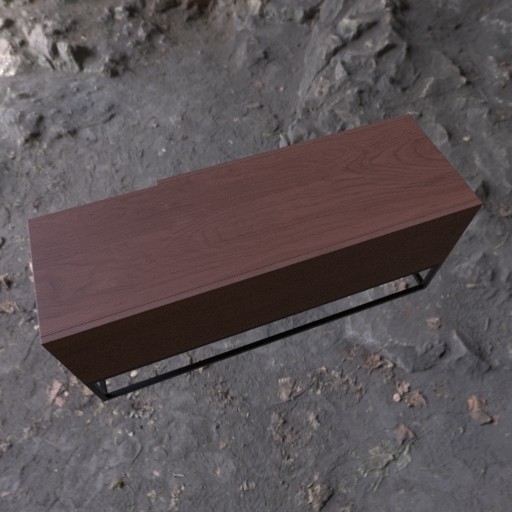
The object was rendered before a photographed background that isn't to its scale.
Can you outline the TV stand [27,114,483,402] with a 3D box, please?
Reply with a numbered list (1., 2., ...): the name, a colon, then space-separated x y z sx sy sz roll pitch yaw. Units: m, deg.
1. TV stand: 0.000 0.000 1.439 1.200 0.500 0.415 -17 59 -11
